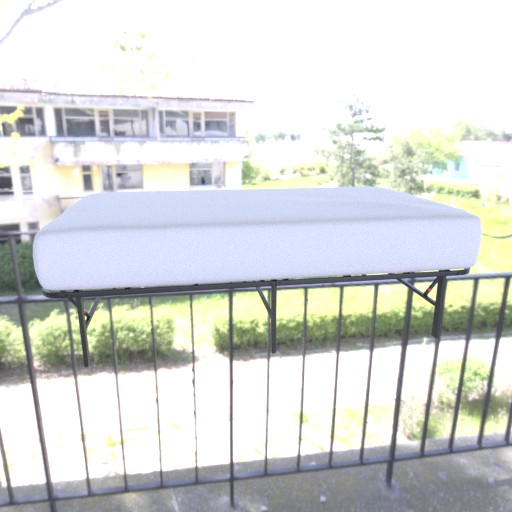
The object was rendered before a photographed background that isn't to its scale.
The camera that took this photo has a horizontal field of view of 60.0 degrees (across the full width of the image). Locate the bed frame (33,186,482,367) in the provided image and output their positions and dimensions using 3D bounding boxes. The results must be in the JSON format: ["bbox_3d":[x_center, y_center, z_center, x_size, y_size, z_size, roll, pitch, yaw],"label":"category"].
[{"bbox_3d":[0.000,0.000,2.357,1.908,0.640,1.025,-3,17,-9],"label":"bed frame"}]
